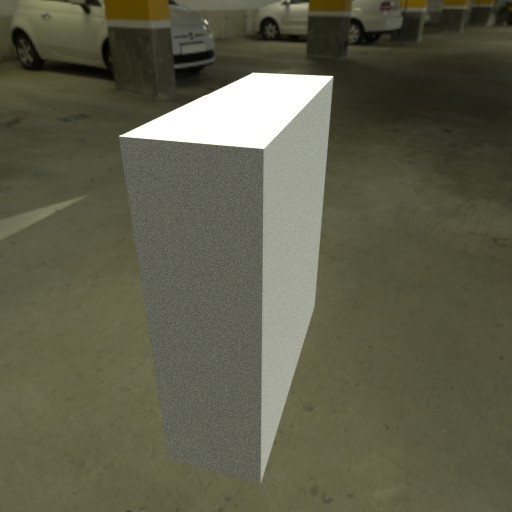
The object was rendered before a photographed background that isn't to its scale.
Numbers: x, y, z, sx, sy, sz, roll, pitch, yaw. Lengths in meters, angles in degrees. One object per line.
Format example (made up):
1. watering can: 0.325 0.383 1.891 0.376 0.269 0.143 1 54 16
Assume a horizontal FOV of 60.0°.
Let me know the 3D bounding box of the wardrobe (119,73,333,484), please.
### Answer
1. wardrobe: 0.000 0.000 2.957 0.600 2.020 1.830 8 31 14
